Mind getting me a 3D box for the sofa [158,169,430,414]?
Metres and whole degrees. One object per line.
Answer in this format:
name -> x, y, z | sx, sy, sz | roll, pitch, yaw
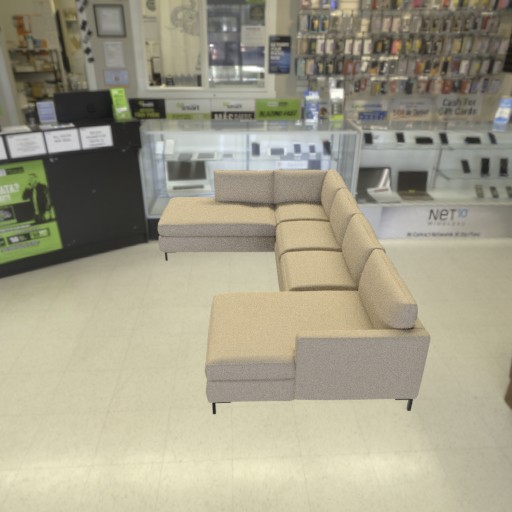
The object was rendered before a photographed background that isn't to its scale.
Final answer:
sofa -> 0.000, 0.000, 3.666 | 1.879, 0.756, 2.737 | 0, 27, -1
